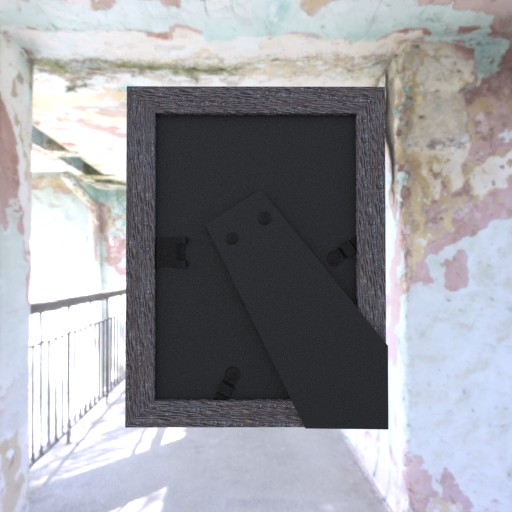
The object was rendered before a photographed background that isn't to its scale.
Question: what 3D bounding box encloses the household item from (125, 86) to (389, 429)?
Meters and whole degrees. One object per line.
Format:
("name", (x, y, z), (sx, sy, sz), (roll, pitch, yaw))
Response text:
("household item", (0.000, 0.000, 0.279), (0.160, 0.210, 0.020), (0, -1, 0))
